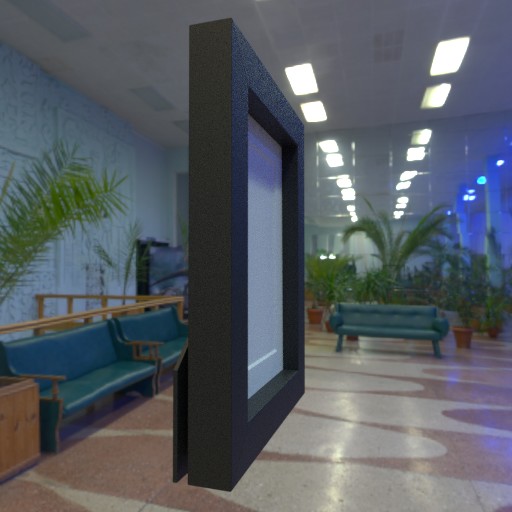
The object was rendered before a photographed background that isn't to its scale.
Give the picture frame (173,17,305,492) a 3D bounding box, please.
[{"bbox_3d":[0.000,0.000,0.273,0.028,0.208,0.157,0,-1,18],"label":"picture frame"}]
